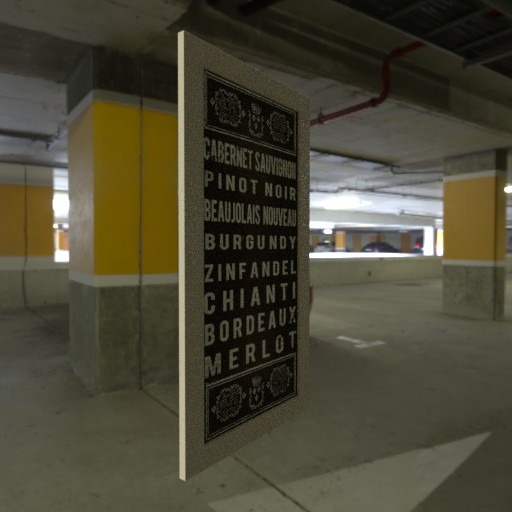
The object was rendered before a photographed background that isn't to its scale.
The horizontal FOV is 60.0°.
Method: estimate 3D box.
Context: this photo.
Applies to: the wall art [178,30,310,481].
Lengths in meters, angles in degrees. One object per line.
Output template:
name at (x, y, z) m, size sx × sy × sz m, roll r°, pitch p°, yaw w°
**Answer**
wall art at (0.000, 0.000, 0.827) m, size 0.013 × 0.683 × 0.380 m, roll 1°, pitch 2°, yaw 37°
